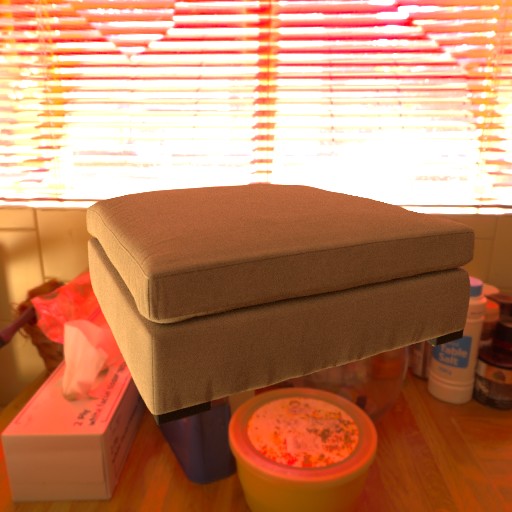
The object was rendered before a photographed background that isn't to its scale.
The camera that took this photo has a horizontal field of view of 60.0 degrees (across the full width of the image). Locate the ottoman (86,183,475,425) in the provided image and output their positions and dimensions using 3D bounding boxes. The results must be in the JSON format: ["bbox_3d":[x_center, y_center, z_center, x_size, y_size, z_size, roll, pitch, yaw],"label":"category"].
[{"bbox_3d":[0.000,0.000,1.806,1.203,0.517,1.171,-8,17,-26],"label":"ottoman"}]
